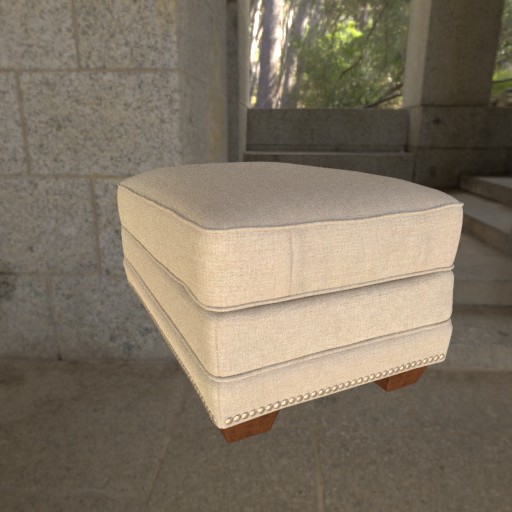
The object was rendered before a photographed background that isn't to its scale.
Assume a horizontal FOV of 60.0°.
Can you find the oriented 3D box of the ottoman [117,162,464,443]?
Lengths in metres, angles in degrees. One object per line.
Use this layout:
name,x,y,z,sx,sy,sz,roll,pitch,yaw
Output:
ottoman,0.000,0.000,1.126,0.559,0.458,0.813,-8,18,-25
